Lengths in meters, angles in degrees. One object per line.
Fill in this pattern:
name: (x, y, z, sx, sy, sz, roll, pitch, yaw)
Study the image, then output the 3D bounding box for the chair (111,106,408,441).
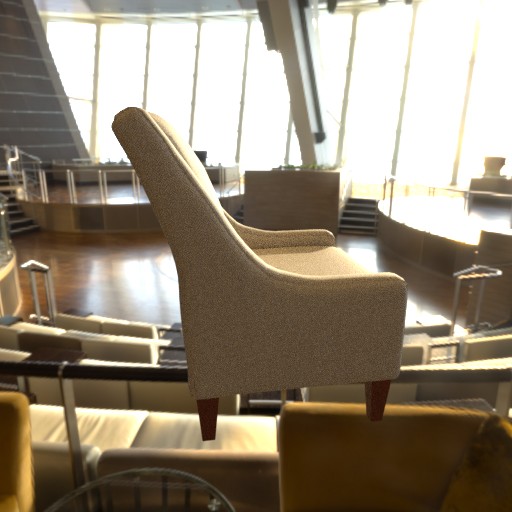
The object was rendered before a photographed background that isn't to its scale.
chair: (0.000, 0.000, 1.649, 0.870, 1.014, 0.774, -3, 16, -10)
